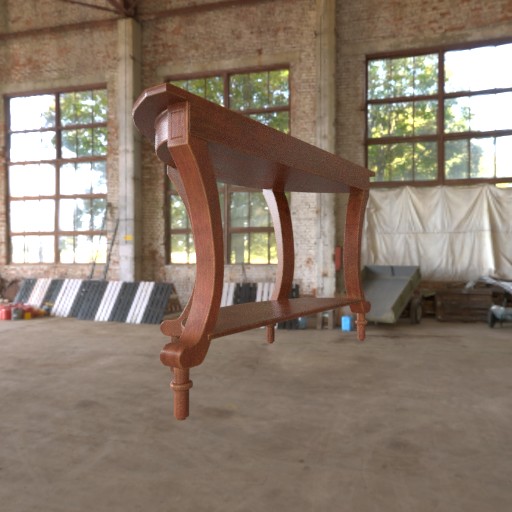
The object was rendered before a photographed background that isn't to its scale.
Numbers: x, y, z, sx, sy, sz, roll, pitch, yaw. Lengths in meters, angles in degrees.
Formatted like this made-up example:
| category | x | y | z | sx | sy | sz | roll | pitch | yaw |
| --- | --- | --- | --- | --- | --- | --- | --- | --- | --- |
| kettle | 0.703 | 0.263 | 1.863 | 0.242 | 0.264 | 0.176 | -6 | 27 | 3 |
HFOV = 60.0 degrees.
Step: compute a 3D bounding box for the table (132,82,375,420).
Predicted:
| category | x | y | z | sx | sy | sz | roll | pitch | yaw |
| --- | --- | --- | --- | --- | --- | --- | --- | --- | --- |
| table | 0.000 | 0.000 | 1.484 | 0.394 | 0.699 | 1.198 | 0 | 1 | 35 |
